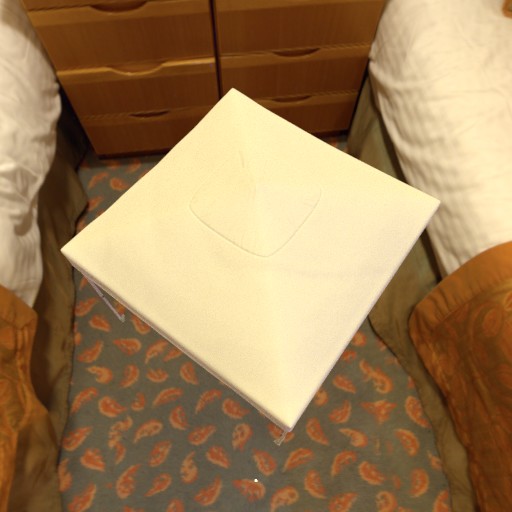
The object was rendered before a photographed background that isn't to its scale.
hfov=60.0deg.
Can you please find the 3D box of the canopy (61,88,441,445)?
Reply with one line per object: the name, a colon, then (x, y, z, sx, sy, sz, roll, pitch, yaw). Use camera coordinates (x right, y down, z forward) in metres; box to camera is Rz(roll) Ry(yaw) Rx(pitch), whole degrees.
canopy: (0.000, 0.000, 5.496, 2.998, 2.997, 2.996, 34, 68, 16)
